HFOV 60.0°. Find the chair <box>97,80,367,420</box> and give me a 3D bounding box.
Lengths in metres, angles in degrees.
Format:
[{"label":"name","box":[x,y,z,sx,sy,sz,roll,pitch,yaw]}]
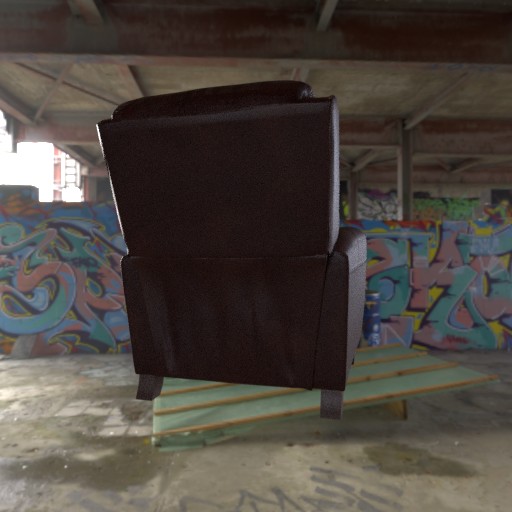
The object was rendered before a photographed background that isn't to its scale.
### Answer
[{"label":"chair","box":[0.000,0.000,1.773,0.826,1.022,1.089,0,-1,17]}]
